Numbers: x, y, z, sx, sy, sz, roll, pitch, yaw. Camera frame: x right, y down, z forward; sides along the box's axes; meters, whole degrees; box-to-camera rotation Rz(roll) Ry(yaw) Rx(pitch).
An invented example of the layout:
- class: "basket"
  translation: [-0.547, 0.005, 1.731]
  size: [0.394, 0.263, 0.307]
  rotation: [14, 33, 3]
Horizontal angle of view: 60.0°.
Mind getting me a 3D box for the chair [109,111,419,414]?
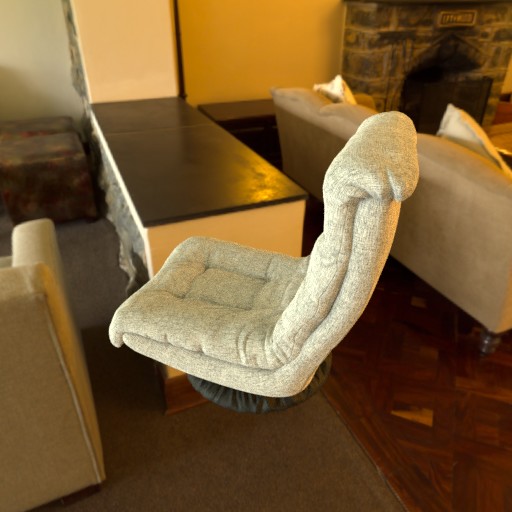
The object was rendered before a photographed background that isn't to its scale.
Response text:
- class: "chair"
  translation: [0.000, 0.000, 0.965]
  size: [0.583, 0.600, 0.400]
  rotation: [9, 32, 15]
